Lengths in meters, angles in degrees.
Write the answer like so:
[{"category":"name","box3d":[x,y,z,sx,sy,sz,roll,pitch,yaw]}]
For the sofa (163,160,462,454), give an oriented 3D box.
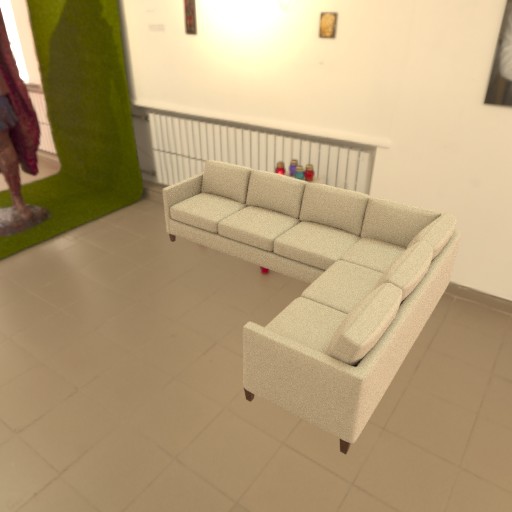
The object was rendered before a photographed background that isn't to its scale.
[{"category":"sofa","box3d":[0.000,0.000,4.481,3.333,0.934,2.522,19,35,30]}]
